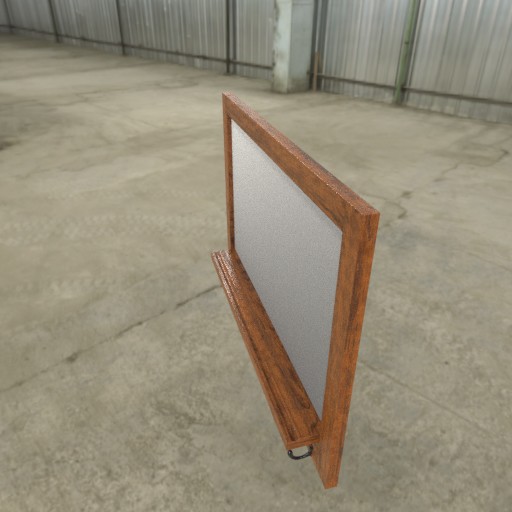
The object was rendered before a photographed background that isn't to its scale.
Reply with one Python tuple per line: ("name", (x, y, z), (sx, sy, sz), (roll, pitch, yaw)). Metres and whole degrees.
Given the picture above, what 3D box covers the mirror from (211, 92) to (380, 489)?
("mirror", (0.000, 0.000, 0.956), (0.084, 0.537, 0.758), (-8, 32, -14))
